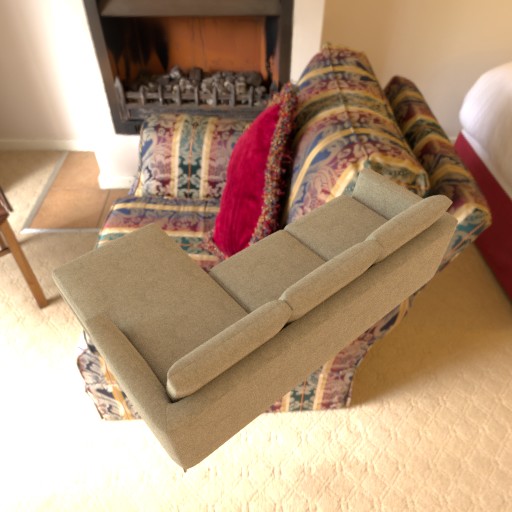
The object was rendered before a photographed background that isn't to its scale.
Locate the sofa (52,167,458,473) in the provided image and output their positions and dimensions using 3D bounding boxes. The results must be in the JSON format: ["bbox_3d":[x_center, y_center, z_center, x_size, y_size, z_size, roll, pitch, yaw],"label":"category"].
[{"bbox_3d":[0.000,0.000,3.140,2.438,0.864,1.626,-30,52,-27],"label":"sofa"}]
